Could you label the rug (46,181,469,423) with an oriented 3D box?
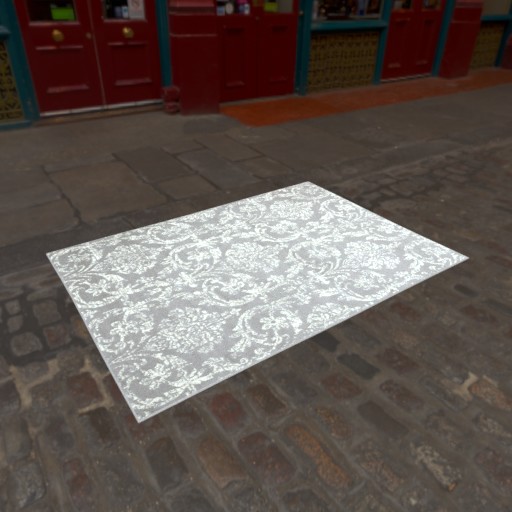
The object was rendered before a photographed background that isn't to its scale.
[{"bbox_3d":[0.000,0.000,2.836,2.206,0.014,1.578,-20,36,-29],"label":"rug"}]
